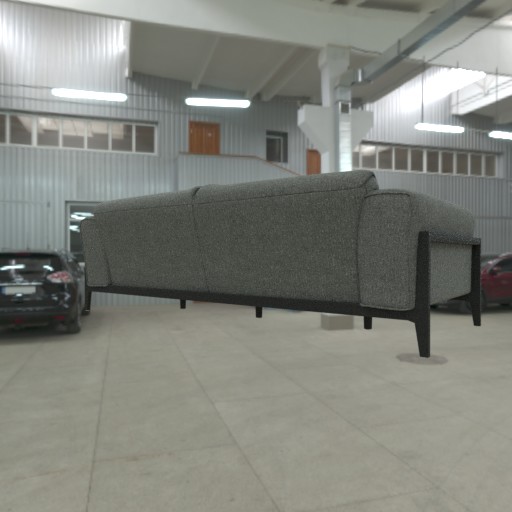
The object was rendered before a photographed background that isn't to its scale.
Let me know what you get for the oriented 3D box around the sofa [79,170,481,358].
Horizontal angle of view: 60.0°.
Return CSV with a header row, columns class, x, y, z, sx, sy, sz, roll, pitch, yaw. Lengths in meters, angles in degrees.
class,x,y,z,sx,sy,sz,roll,pitch,yaw
sofa,0.000,0.000,2.490,2.125,0.703,0.985,0,0,38
